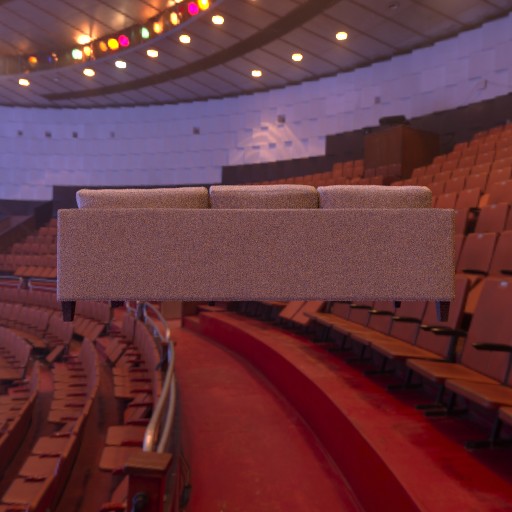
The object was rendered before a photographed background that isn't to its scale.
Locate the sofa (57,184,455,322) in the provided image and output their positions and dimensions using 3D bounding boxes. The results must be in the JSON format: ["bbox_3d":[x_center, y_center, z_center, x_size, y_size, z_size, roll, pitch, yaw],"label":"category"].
[{"bbox_3d":[0.000,0.000,4.249,2.432,0.863,3.182,0,-1,0],"label":"sofa"}]
